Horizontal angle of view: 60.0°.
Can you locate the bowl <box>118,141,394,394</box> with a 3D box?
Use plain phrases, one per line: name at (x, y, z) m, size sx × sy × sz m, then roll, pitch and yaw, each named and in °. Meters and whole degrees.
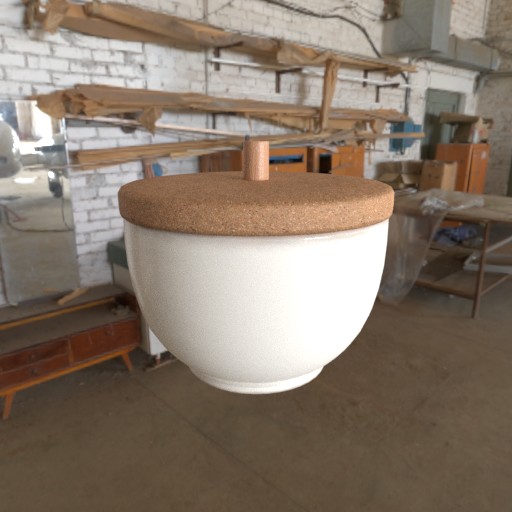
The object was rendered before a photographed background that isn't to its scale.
bowl at (0.000, 0.000, 0.220) m, size 0.126 × 0.110 × 0.126 m, roll 0°, pitch 16°, yaw 0°
